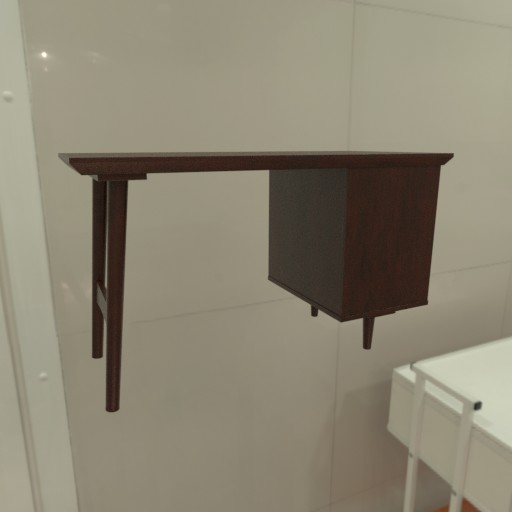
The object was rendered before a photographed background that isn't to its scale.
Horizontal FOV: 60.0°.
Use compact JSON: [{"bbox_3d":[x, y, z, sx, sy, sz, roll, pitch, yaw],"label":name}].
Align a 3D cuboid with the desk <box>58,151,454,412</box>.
[{"bbox_3d":[0.000,0.000,1.676,1.277,0.758,0.612,-7,16,-25],"label":"desk"}]
